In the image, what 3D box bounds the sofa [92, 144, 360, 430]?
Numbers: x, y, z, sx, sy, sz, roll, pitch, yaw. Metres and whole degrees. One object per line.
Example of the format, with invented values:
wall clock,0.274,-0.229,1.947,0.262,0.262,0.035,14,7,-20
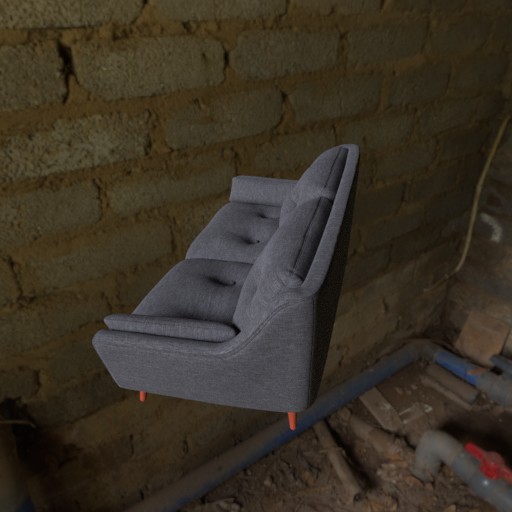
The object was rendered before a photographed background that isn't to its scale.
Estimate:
sofa,0.000,0.000,2.524,0.975,0.896,1.929,8,32,14
